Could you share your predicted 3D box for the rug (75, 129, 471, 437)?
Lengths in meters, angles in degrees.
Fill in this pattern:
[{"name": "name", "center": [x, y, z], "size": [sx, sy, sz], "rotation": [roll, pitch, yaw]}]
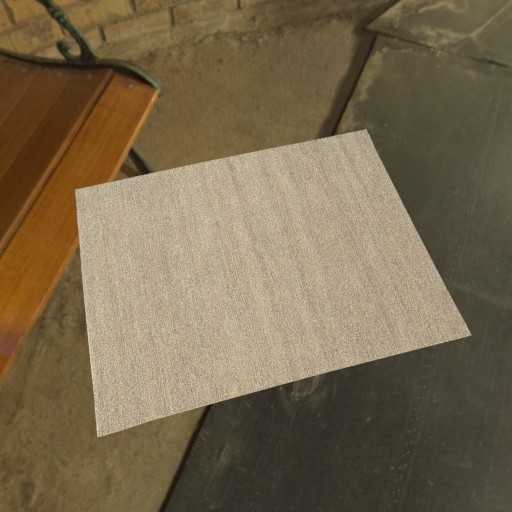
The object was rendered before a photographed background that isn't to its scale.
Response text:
[{"name": "rug", "center": [0.000, 0.000, 4.720], "size": [3.626, 0.051, 2.757], "rotation": [-13, 63, -7]}]
